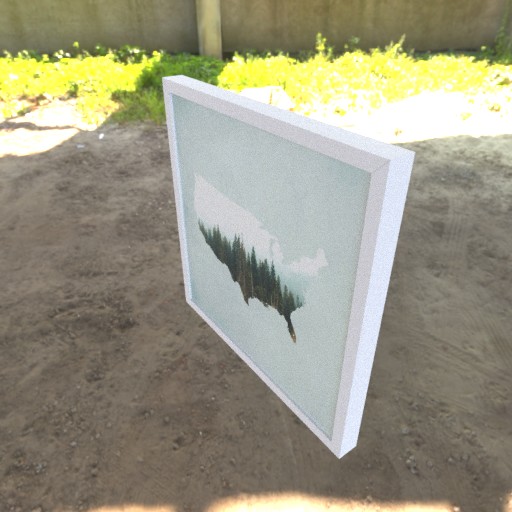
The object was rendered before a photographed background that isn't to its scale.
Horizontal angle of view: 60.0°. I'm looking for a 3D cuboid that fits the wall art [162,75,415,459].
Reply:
[{"bbox_3d":[0.000,0.000,0.458,0.024,0.304,0.304,-22,39,-30],"label":"wall art"}]
